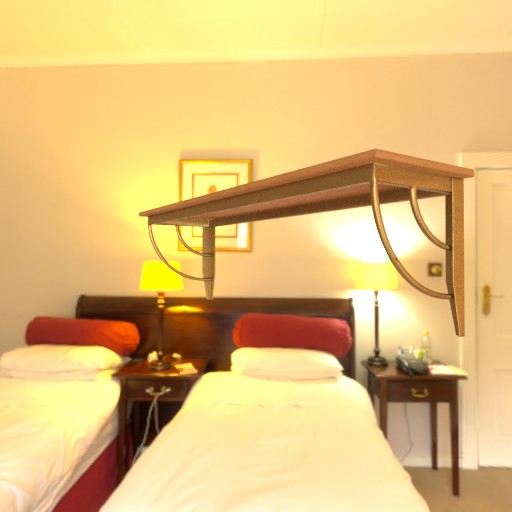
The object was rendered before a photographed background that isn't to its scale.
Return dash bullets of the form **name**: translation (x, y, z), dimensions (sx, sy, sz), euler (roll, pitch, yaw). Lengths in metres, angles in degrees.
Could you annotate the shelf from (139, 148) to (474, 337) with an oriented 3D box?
- **shelf**: translation (0.000, 0.000, 0.717), dimensions (0.166, 0.190, 0.636), euler (1, -1, -34)
